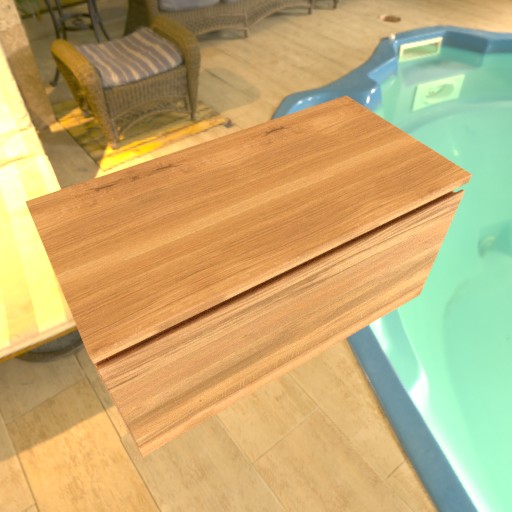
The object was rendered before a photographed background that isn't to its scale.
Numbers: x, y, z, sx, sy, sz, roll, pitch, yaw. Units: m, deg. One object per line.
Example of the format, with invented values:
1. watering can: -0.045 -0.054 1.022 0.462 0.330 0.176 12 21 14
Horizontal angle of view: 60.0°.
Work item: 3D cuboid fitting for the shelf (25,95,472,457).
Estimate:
1. shelf: 0.000 0.000 1.027 0.800 0.400 0.400 -24 51 -21
